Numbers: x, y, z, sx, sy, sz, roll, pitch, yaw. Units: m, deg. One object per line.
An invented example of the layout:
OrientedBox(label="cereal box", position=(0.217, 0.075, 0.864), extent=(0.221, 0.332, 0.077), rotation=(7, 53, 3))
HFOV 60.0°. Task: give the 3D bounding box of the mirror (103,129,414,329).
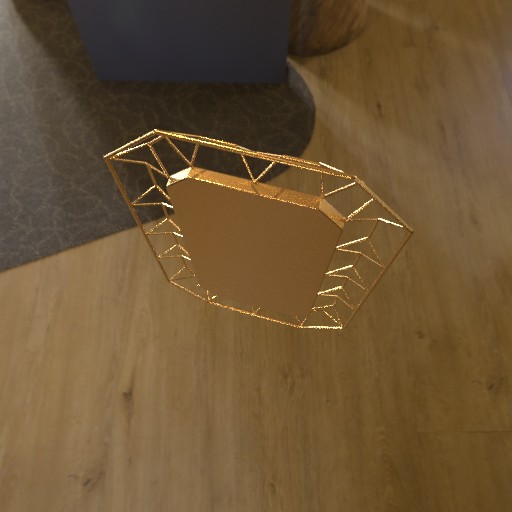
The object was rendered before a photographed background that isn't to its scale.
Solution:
OrientedBox(label="mirror", position=(0.000, 0.000, 1.085), extent=(0.572, 0.870, 0.051), rotation=(14, 67, 6))
